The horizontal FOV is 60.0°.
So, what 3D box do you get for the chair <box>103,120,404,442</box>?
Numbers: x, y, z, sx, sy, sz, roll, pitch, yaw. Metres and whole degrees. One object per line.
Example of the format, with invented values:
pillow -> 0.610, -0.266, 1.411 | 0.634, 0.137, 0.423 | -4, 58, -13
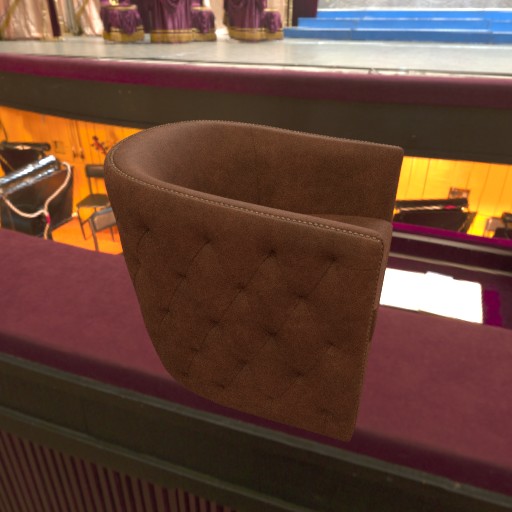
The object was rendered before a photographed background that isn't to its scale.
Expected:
chair -> 0.000, 0.000, 1.543 | 0.870, 0.790, 0.850 | 10, 30, 17
